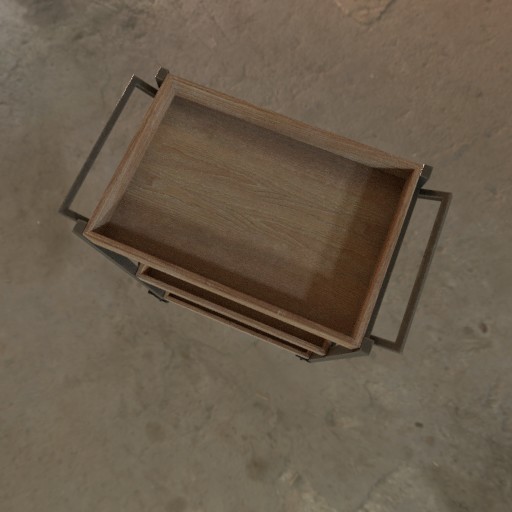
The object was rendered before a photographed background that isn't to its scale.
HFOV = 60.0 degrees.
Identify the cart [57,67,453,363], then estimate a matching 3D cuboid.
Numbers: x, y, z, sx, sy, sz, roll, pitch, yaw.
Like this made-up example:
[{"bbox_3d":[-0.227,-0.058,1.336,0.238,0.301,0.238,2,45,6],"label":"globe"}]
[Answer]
[{"bbox_3d":[0.000,0.000,1.207,0.673,0.835,0.377,22,77,5],"label":"cart"}]
